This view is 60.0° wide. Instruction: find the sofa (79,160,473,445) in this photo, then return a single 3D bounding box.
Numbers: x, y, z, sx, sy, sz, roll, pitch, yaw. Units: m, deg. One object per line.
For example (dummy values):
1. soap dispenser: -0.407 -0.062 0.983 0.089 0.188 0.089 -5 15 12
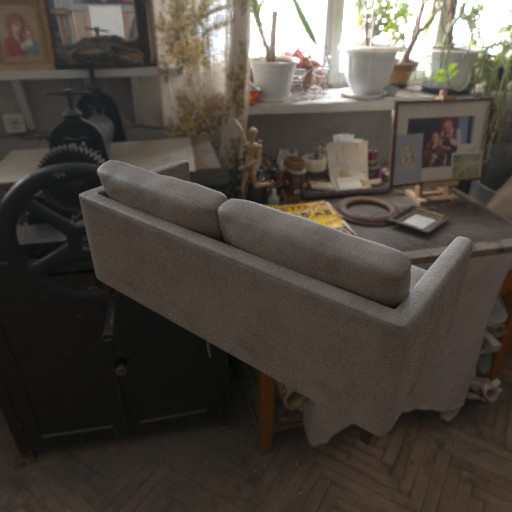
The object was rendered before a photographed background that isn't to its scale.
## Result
1. sofa: 0.000 0.000 2.705 2.208 0.965 0.951 21 36 32
